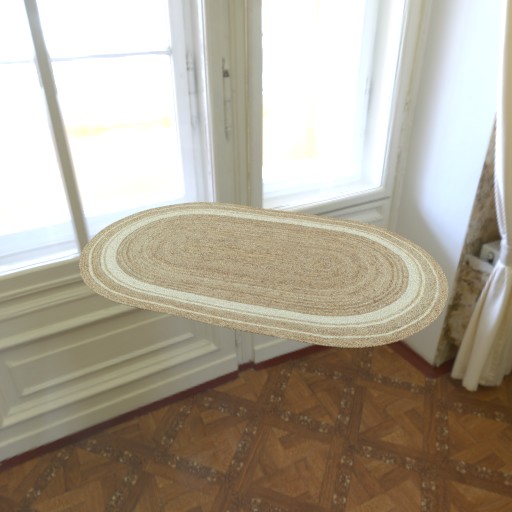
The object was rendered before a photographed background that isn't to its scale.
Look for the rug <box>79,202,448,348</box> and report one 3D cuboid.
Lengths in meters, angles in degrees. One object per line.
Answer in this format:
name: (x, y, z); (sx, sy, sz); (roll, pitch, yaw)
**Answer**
rug: (0.000, 0.000, 2.989); (2.432, 0.006, 1.520); (9, 32, 15)
